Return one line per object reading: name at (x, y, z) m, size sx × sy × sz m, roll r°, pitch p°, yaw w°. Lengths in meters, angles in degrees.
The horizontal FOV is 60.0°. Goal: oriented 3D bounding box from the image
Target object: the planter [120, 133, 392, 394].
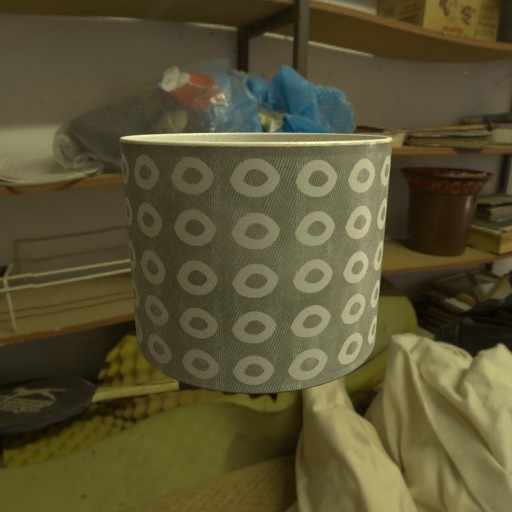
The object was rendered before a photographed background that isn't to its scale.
planter at (0.000, 0.000, 0.348) m, size 0.190 × 0.181 × 0.190 m, roll 0°, pitch 17°, yaw 0°
